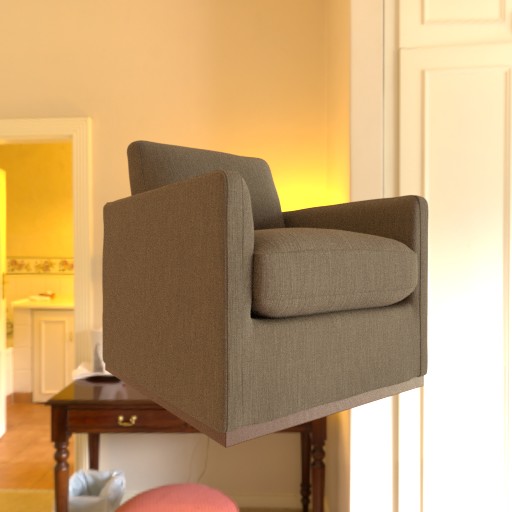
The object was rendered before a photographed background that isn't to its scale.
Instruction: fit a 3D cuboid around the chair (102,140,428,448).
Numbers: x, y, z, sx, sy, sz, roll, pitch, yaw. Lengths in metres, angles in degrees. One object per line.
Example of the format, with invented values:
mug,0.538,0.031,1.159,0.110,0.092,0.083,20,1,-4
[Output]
chair,0.000,0.000,1.460,0.763,0.811,0.834,0,0,-37
